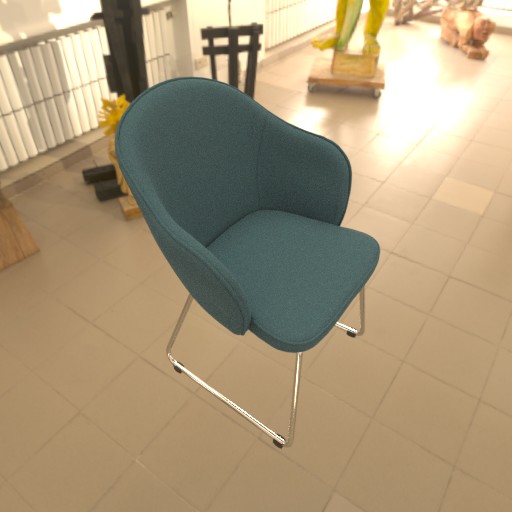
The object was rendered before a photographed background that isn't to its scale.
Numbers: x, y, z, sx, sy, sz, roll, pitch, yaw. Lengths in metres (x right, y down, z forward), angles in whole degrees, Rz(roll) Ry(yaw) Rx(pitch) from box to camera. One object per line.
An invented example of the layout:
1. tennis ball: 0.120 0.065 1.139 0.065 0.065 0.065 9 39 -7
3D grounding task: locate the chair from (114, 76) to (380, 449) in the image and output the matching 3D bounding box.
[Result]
1. chair: 0.000 0.000 1.209 0.585 0.815 0.570 25 48 25
